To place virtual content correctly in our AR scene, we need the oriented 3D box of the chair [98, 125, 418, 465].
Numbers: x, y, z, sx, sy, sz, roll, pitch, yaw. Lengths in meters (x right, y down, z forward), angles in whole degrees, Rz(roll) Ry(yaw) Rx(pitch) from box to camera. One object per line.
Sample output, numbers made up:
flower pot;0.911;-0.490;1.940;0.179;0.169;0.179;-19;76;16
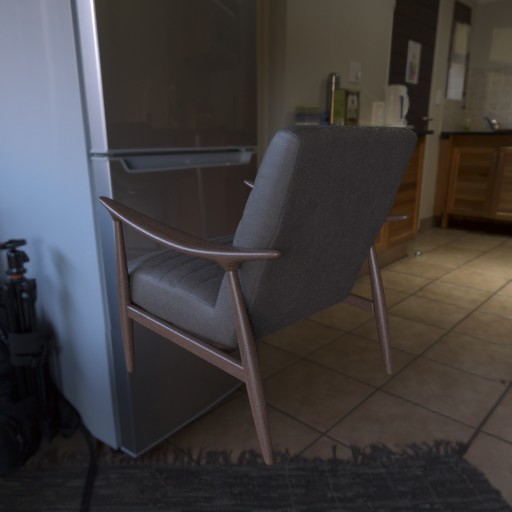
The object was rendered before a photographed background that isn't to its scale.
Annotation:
chair;0.000;0.000;1.471;0.741;0.831;0.798;-16;22;-43
